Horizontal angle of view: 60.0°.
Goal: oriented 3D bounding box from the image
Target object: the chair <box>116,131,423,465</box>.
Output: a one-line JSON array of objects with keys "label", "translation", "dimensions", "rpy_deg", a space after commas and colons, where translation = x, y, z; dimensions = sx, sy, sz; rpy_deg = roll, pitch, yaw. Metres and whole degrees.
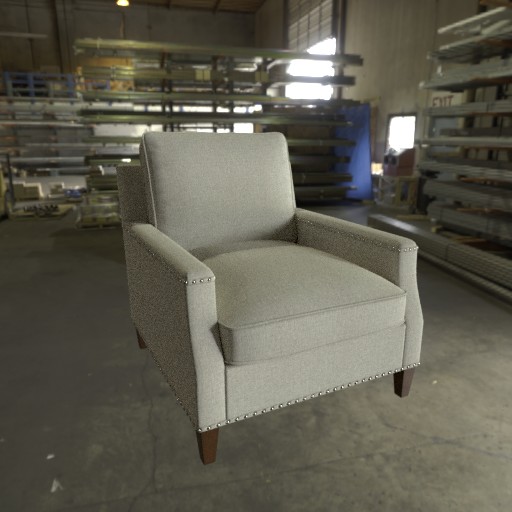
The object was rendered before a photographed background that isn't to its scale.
[{"label": "chair", "translation": [0.000, 0.000, 1.732], "dimensions": [0.853, 0.943, 1.014], "rpy_deg": [-8, 17, -26]}]
